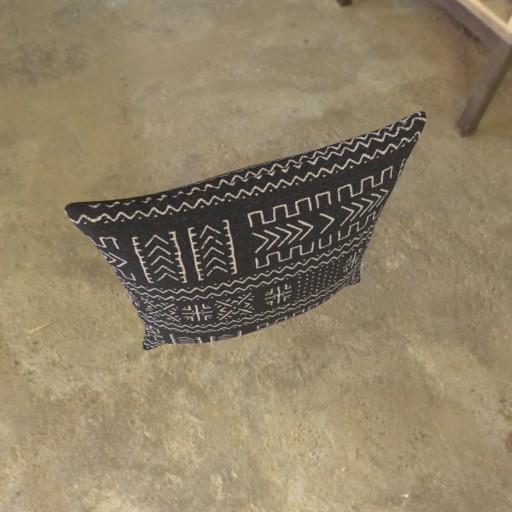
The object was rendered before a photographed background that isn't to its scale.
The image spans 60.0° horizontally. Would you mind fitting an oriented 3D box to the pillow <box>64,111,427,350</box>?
[{"bbox_3d":[0.000,0.000,0.676,0.438,0.430,0.164,-17,60,-10],"label":"pillow"}]
